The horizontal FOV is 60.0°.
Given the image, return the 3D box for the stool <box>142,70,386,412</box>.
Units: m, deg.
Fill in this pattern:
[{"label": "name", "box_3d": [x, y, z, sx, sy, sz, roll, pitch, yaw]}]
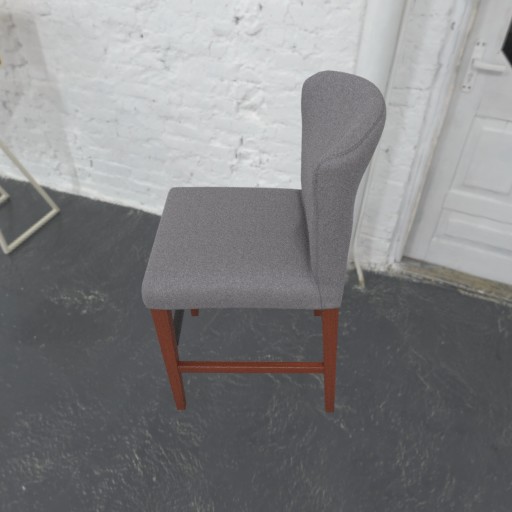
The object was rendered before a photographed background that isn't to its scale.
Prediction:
[{"label": "stool", "box_3d": [0.000, 0.000, 1.298, 0.568, 0.968, 0.481, 0, 41, 0]}]
